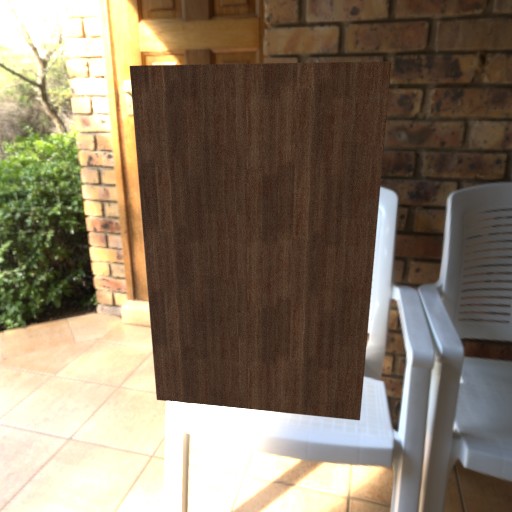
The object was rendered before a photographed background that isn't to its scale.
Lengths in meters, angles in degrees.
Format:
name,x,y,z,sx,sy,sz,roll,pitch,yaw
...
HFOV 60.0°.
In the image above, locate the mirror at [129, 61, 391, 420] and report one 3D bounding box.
name,x,y,z,sx,sy,sz,roll,pitch,yaw
mirror,0.000,0.000,1.268,0.651,1.010,0.047,3,18,8
